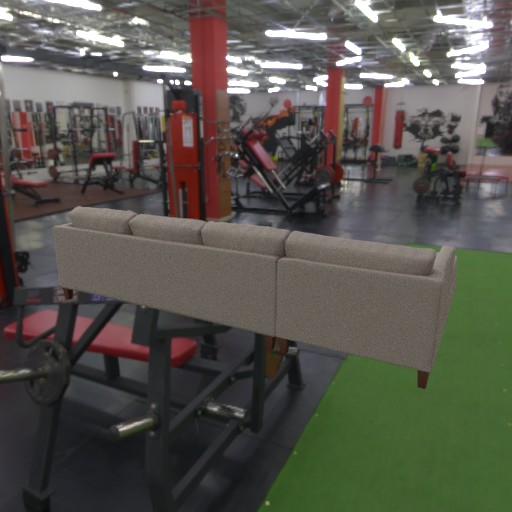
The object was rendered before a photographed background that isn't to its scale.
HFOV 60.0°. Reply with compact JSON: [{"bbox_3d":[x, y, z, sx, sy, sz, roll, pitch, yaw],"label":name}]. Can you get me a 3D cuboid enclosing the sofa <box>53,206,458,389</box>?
[{"bbox_3d":[0.000,0.000,3.905,3.186,0.846,1.625,8,18,27],"label":"sofa"}]
